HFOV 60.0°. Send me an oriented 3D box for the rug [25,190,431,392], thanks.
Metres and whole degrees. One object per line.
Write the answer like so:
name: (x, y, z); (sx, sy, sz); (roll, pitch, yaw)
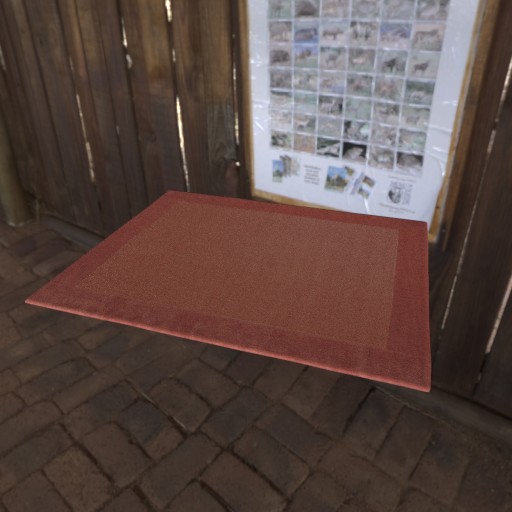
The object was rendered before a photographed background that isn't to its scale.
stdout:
rug: (0.000, 0.000, 4.011); (2.976, 0.018, 2.430); (9, 31, 15)
